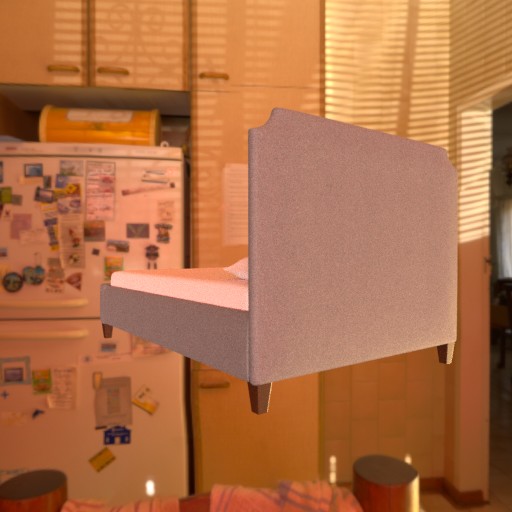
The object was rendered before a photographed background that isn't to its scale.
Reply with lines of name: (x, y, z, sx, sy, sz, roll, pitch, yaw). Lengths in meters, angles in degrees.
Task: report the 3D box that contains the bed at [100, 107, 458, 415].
bed: (0.000, 0.000, 3.432, 1.712, 1.443, 2.372, 0, 1, -36)
